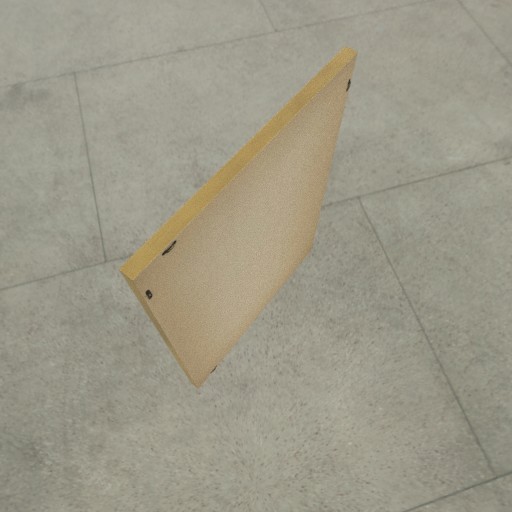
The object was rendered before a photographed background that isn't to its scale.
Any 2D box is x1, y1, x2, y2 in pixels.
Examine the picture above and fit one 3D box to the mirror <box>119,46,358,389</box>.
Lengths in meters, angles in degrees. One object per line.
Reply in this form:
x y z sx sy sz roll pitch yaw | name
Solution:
0.000 0.000 1.386 0.041 1.016 0.762 34 68 16 | mirror
